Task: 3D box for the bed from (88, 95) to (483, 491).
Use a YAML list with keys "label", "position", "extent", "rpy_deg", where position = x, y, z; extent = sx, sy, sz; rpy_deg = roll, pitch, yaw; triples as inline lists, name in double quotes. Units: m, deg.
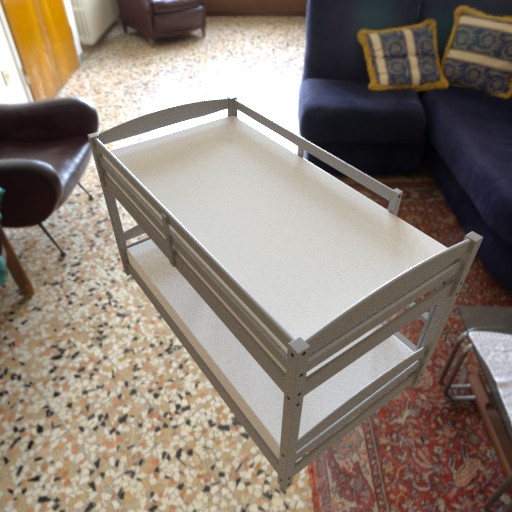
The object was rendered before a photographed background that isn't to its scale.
- label: "bed"
  position: [0.000, 0.000, 2.722]
  extent: [1.105, 1.206, 2.013]
  rpy_deg: [-26, 47, -26]
